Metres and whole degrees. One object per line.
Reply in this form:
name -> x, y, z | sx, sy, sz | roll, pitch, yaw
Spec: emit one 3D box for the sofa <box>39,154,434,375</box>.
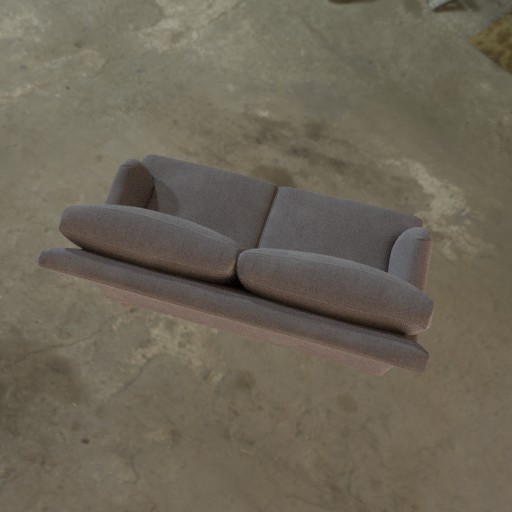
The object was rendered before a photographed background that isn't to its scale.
sofa -> 0.000, 0.000, 2.541 | 1.853, 1.101, 1.084 | 14, 64, 7
